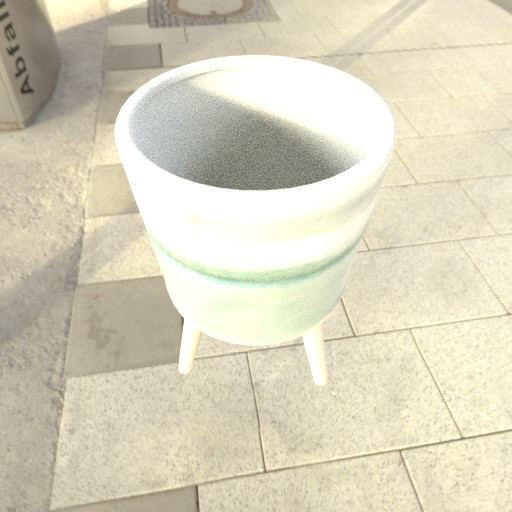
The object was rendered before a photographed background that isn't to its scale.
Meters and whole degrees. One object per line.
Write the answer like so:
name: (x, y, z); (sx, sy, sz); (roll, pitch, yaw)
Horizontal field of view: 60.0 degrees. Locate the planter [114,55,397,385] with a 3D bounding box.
planter: (0.000, 0.000, 0.569); (0.265, 0.404, 0.265); (-9, 48, -8)
